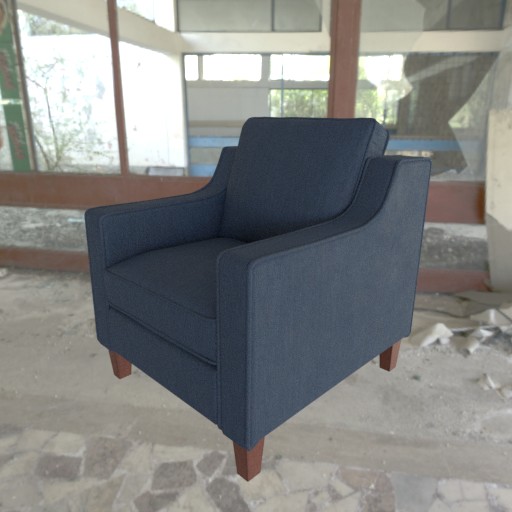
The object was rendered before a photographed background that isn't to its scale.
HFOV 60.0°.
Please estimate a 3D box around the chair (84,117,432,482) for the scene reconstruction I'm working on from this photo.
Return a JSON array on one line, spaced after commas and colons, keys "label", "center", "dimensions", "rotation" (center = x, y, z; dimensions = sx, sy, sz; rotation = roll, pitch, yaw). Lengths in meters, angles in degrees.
[{"label": "chair", "center": [0.000, 0.000, 1.606], "dimensions": [0.831, 0.960, 0.909], "rotation": [17, 24, 42]}]
